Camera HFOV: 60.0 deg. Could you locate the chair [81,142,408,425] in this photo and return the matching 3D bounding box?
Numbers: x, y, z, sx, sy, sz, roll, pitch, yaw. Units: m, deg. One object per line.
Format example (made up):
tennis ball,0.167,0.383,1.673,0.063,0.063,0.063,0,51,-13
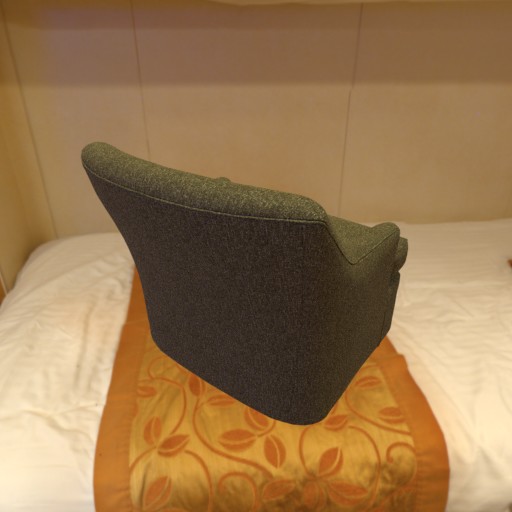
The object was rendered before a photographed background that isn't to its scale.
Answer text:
chair,0.000,0.000,1.555,0.864,0.856,0.923,21,35,32
